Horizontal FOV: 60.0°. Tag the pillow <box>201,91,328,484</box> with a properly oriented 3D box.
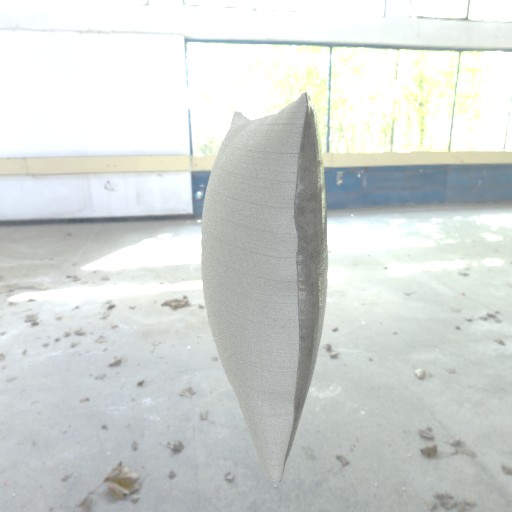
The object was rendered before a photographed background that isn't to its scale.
[{"bbox_3d":[0.000,0.000,0.710,0.175,0.464,0.470,-3,17,-9],"label":"pillow"}]
